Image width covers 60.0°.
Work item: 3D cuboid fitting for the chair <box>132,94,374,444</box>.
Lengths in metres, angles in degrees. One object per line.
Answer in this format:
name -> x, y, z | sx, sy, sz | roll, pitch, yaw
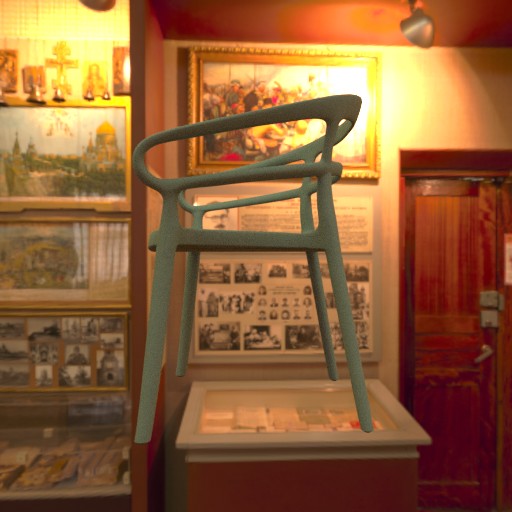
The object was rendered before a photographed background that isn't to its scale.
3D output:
chair -> 0.000, 0.000, 1.152 | 0.527, 0.761, 0.559 | 0, 0, -1
